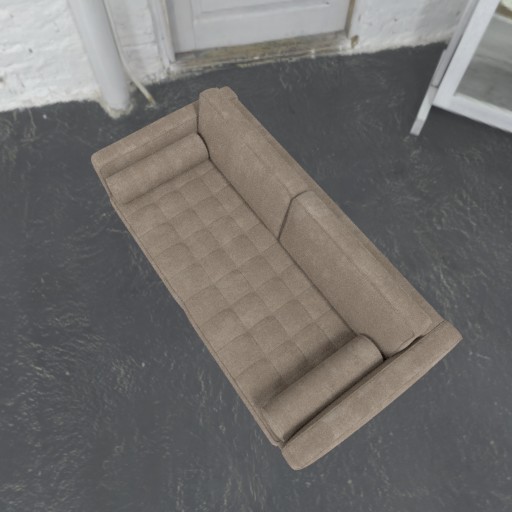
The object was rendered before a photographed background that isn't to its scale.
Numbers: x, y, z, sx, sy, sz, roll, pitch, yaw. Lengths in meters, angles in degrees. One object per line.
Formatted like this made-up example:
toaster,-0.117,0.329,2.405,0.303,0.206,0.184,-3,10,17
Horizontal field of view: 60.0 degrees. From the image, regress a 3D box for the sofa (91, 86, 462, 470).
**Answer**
sofa,0.000,0.000,2.294,0.920,0.769,1.883,-32,68,-15
